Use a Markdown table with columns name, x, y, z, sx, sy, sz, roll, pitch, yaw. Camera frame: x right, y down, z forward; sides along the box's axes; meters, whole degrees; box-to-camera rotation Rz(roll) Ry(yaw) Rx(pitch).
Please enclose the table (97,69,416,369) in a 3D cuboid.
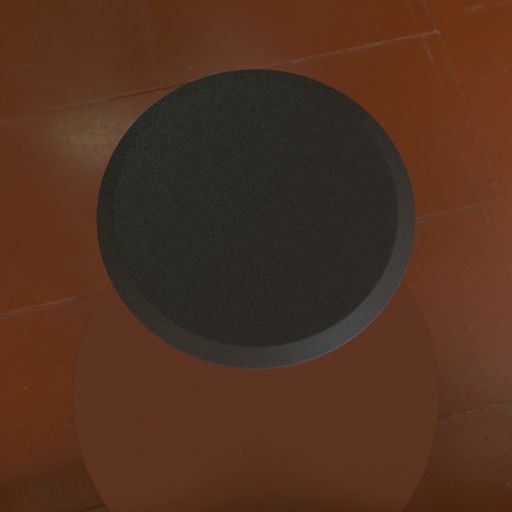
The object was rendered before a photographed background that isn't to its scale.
| name | x | y | z | sx | sy | sz | roll | pitch | yaw |
| --- | --- | --- | --- | --- | --- | --- | --- | --- | --- |
| table | 0.000 | 0.000 | 0.910 | 0.457 | 0.585 | 0.457 | 0 | 75 | 0 |
